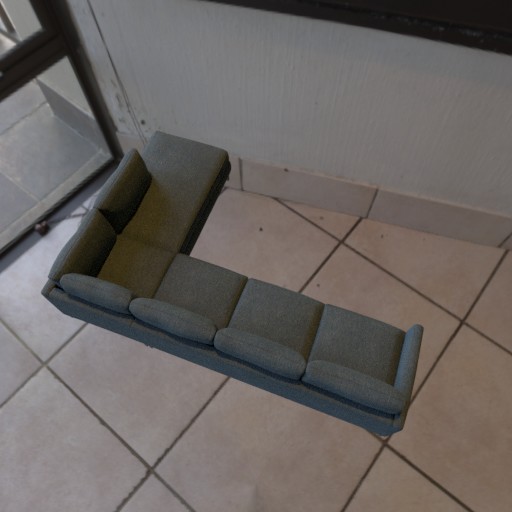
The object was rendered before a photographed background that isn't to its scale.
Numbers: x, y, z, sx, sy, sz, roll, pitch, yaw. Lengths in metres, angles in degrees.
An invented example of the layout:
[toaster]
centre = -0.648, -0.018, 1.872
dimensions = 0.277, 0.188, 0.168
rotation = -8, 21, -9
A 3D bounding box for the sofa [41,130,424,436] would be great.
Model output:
[sofa]
centre = 0.000, 0.000, 3.855
dimensions = 2.949, 0.815, 2.007
rotation = 18, 64, 9
